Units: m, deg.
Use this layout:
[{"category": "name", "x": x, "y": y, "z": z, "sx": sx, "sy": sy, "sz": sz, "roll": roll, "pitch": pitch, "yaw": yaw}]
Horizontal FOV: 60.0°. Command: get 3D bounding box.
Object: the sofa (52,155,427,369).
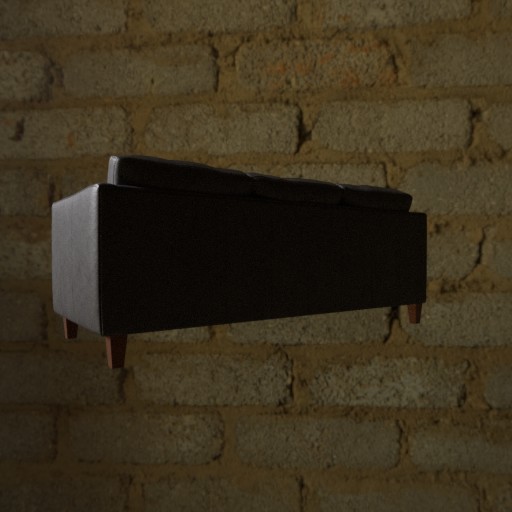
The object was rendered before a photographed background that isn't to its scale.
[{"category": "sofa", "x": 0.000, "y": 0.000, "z": 3.049, "sx": 2.464, "sy": 1.006, "sz": 1.045, "roll": 0, "pitch": 0, "yaw": -35}]
